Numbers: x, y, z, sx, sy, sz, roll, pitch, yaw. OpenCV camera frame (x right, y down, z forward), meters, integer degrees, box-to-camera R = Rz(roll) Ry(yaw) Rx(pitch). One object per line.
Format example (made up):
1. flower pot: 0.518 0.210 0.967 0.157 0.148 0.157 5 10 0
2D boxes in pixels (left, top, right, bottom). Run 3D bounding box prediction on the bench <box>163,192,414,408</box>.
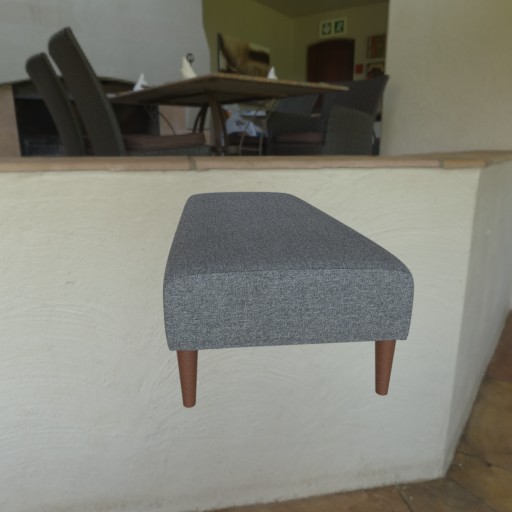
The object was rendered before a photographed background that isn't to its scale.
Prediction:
1. bench: 0.000 0.000 1.828 0.631 0.384 1.598 -2 14 -6
